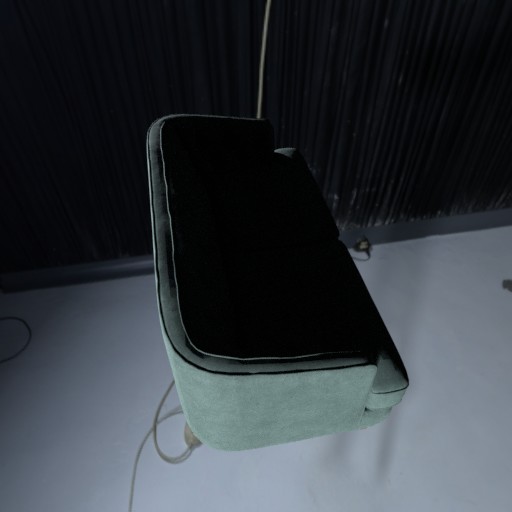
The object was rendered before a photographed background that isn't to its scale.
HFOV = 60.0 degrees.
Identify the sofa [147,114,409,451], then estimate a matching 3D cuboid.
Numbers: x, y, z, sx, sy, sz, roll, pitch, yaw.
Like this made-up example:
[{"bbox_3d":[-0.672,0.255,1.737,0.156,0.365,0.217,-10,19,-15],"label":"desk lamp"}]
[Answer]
[{"bbox_3d":[0.000,0.000,2.277,0.941,0.855,1.733,-9,47,-8],"label":"sofa"}]
